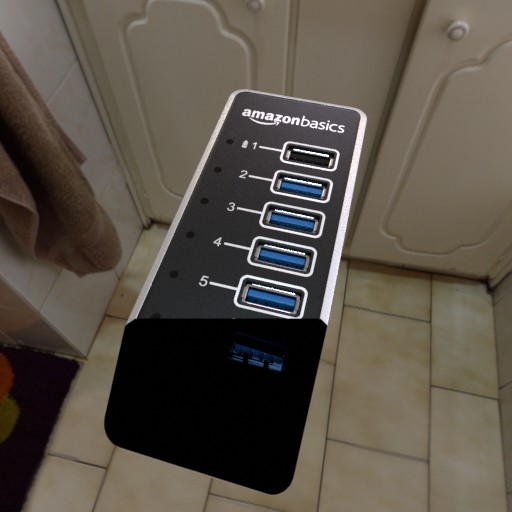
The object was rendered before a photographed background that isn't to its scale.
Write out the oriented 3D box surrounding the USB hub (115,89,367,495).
[{"bbox_3d":[0.000,0.000,0.123,0.044,0.023,0.110,13,58,8],"label":"USB hub"}]
